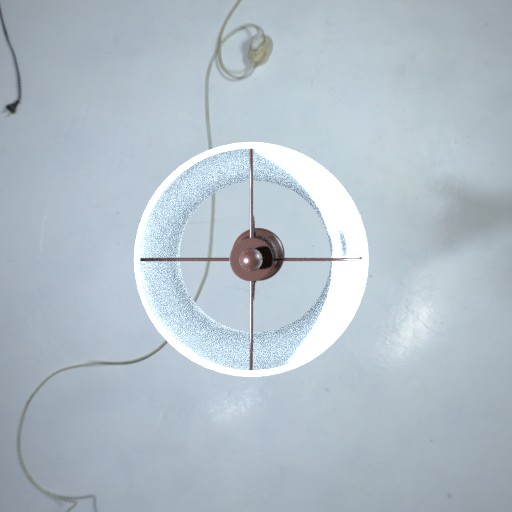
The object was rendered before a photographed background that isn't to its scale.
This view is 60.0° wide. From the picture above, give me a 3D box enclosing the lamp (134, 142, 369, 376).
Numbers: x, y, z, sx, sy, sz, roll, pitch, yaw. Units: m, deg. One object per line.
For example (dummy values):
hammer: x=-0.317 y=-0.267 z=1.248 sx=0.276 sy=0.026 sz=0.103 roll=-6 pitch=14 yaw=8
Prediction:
lamp: x=0.000 y=0.000 z=0.810 sx=0.254 sy=0.690 sz=0.254 roll=0 pitch=91 yaw=1
